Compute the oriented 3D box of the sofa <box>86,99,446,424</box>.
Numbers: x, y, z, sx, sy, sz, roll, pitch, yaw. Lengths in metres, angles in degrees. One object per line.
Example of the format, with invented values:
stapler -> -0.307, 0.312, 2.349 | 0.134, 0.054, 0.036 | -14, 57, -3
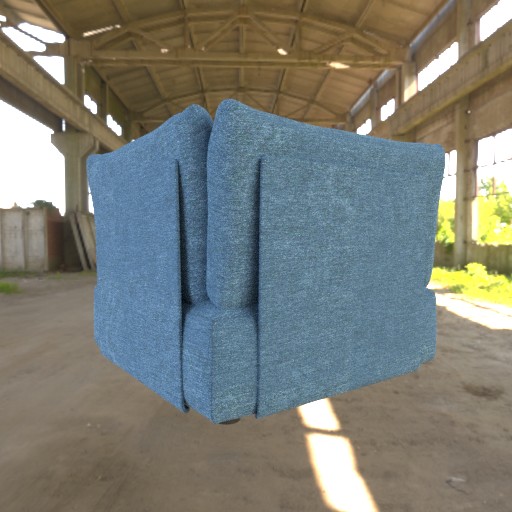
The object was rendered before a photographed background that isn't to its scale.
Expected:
sofa -> 0.000, 0.000, 1.705 | 1.000, 0.820, 1.000 | -2, 3, -36
